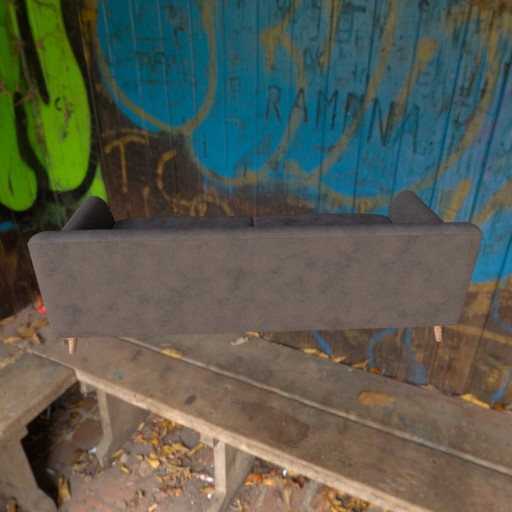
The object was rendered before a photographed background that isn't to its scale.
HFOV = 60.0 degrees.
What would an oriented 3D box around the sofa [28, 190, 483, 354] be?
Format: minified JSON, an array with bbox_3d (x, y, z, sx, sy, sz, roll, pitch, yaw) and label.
[{"bbox_3d":[0.000,0.000,2.657,2.190,0.740,0.900,-1,29,-3],"label":"sofa"}]
